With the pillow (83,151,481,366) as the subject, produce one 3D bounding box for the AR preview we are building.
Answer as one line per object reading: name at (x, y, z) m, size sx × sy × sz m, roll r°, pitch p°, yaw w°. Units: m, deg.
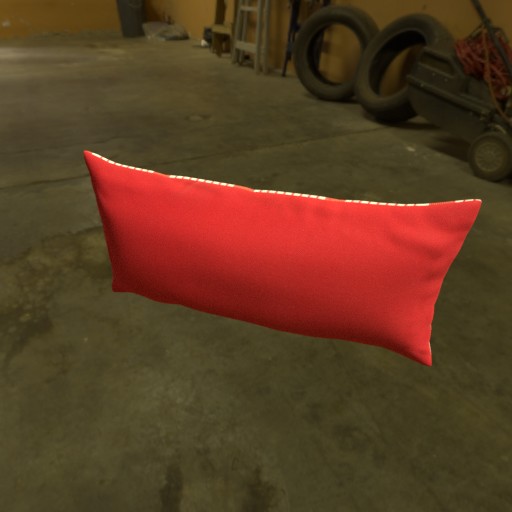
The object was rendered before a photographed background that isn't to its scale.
pillow at (0.000, 0.000, 0.728) m, size 0.608 × 0.297 × 0.151 m, roll 11°, pitch 34°, yaw 16°
